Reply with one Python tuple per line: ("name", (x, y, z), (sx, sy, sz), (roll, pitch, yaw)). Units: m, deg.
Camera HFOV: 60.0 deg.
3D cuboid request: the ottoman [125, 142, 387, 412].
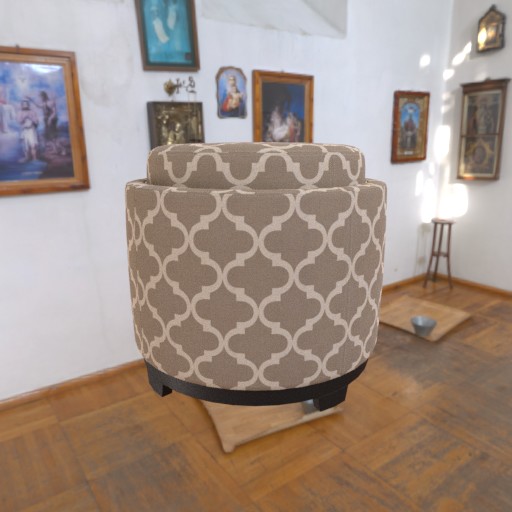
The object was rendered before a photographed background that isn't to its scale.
("ottoman", (0.000, 0.000, 0.864), (0.480, 0.429, 0.480), (0, 14, 0))
